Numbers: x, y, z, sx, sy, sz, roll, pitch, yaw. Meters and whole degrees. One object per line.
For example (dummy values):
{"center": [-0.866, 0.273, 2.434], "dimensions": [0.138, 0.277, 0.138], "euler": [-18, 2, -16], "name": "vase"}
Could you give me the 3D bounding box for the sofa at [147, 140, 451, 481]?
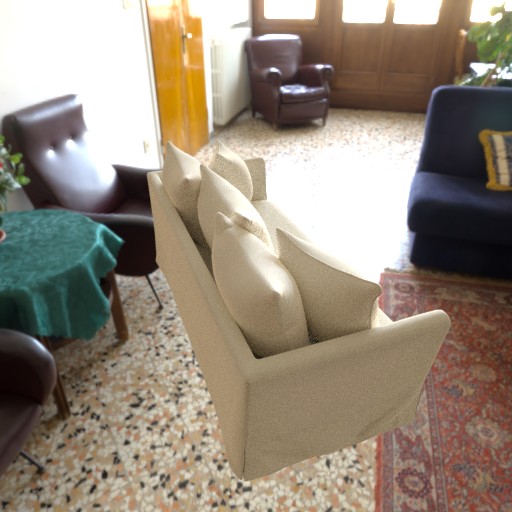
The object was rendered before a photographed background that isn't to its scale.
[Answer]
{"center": [0.000, 0.000, 2.815], "dimensions": [1.031, 1.034, 2.290], "euler": [-11, 33, -18], "name": "sofa"}
